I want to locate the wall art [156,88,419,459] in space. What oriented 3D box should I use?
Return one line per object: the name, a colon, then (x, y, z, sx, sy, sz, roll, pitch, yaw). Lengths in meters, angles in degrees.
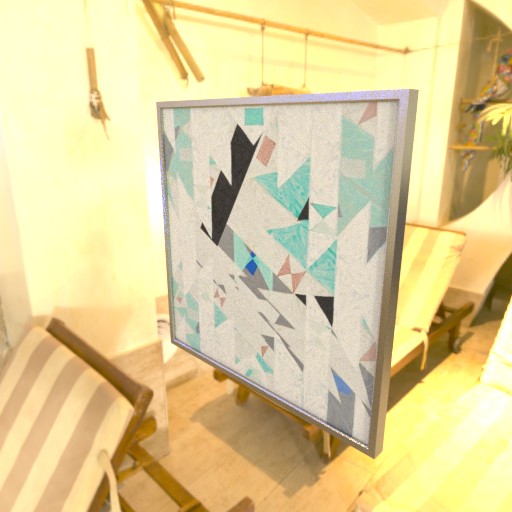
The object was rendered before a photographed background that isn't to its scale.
wall art: (0.000, 0.000, 1.194, 0.806, 0.806, 0.038, 16, 23, 42)
